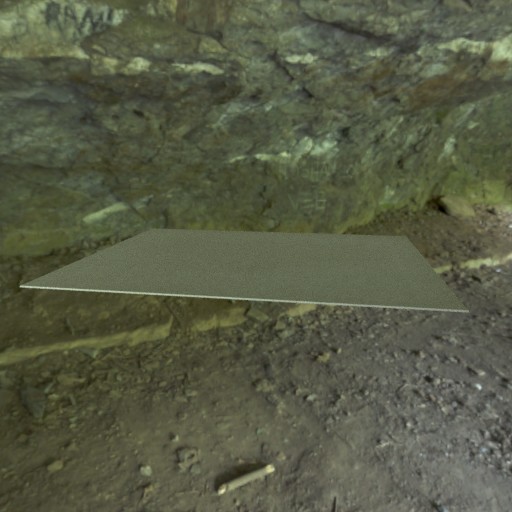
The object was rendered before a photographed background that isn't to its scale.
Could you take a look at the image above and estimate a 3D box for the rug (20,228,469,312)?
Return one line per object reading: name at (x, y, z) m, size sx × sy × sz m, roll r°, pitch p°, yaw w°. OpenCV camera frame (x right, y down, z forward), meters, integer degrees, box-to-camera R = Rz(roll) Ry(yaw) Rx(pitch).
rug at (0.000, 0.000, 3.492) m, size 2.584 × 0.011 × 2.073 m, roll 2°, pitch 14°, yaw 9°
